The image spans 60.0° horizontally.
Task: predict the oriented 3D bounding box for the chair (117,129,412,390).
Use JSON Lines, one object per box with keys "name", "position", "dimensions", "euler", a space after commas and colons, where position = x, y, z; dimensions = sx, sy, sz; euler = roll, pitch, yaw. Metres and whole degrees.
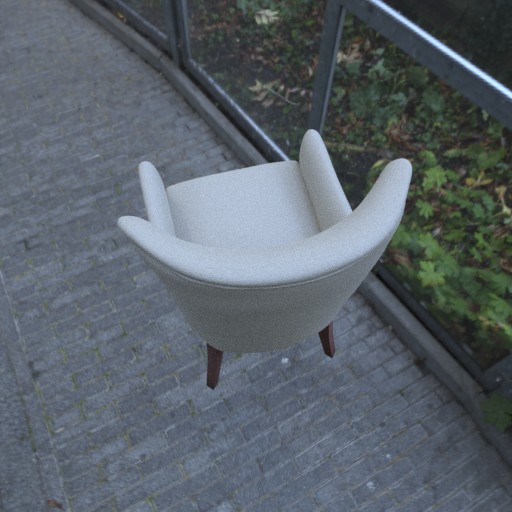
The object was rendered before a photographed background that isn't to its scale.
{"name": "chair", "position": [0.000, 0.000, 1.414], "dimensions": [0.660, 0.952, 0.686], "euler": [-13, 59, -8]}
